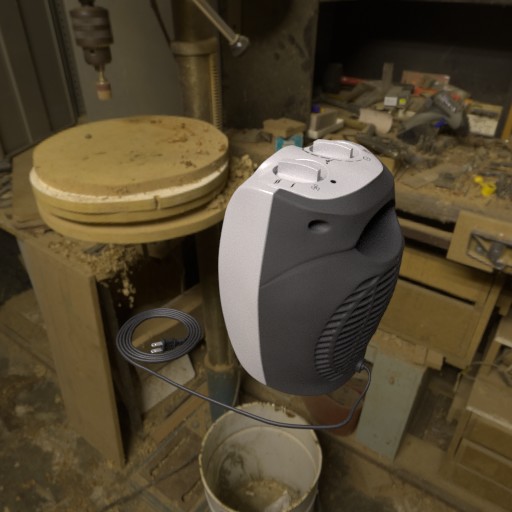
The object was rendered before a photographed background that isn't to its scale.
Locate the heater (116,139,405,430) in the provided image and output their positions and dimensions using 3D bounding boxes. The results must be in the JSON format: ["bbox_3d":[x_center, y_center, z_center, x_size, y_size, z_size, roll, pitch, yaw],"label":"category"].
[{"bbox_3d":[0.000,0.000,0.474,0.291,0.240,0.239,22,40,29],"label":"heater"}]
